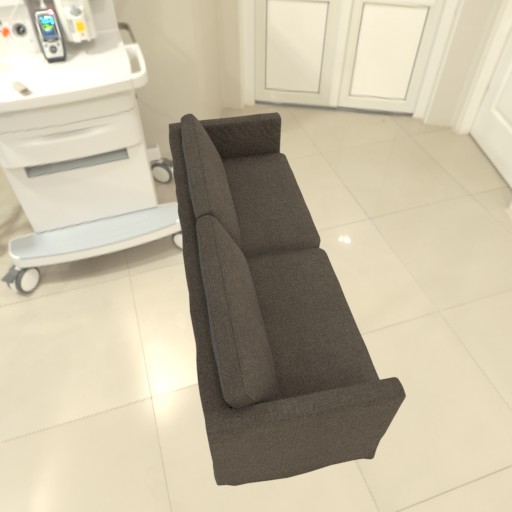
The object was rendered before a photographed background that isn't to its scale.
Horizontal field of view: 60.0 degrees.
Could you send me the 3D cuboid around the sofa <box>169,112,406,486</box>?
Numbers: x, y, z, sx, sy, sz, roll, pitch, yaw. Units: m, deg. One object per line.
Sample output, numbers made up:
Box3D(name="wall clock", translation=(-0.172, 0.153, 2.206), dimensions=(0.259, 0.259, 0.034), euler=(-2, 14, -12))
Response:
Box3D(name="sofa", translation=(0.000, 0.000, 3.262), dimensions=(1.036, 0.998, 2.779), euler=(-8, 48, -8))
